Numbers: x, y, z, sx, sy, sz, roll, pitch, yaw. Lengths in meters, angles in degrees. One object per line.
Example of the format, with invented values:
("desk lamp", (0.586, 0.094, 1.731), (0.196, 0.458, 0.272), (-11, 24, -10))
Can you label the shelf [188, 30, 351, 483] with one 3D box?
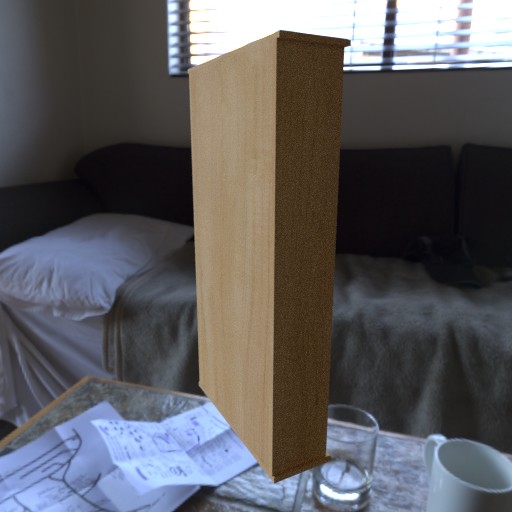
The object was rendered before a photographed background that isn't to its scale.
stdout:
("shelf", (0.000, 0.000, 1.232), (0.175, 1.030, 0.520), (-7, 16, -27))
